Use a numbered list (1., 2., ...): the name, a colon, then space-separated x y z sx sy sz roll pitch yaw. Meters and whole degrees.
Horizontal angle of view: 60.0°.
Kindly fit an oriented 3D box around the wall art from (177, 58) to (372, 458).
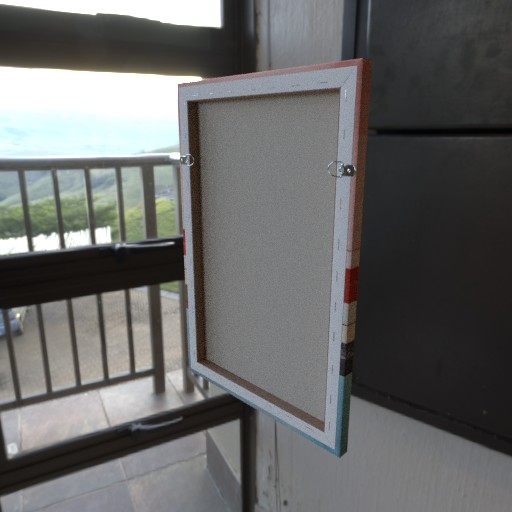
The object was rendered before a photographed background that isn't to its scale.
1. wall art: 0.000 0.000 1.193 0.610 0.914 0.038 14 21 43
